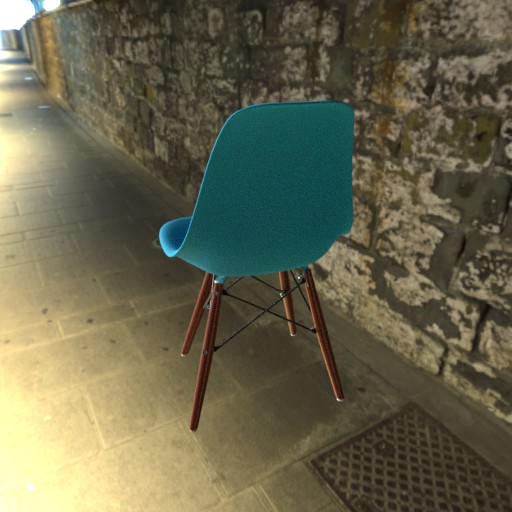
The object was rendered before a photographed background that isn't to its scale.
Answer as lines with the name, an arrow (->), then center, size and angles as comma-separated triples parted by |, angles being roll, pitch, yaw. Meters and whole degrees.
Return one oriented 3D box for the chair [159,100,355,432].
chair -> 0.000, 0.000, 1.156 | 0.470, 0.826, 0.533 | -8, 27, -15
